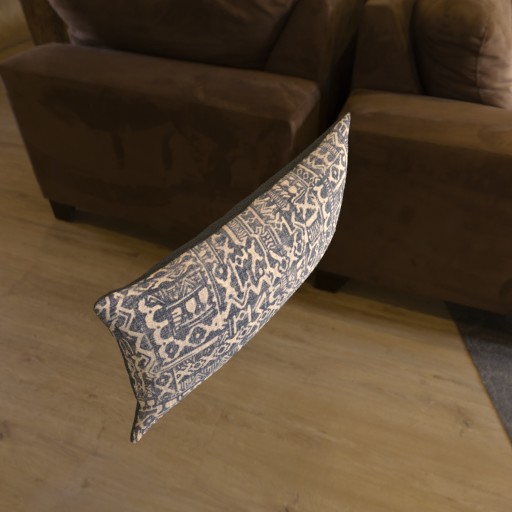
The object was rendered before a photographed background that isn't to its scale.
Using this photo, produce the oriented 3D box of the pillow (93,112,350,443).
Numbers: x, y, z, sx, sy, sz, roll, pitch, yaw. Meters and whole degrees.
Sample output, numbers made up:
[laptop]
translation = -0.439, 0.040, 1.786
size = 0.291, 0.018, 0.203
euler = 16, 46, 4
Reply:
[pillow]
translation = 0.000, 0.000, 0.754
size = 0.148, 0.292, 0.631
euler = 25, 47, 26
